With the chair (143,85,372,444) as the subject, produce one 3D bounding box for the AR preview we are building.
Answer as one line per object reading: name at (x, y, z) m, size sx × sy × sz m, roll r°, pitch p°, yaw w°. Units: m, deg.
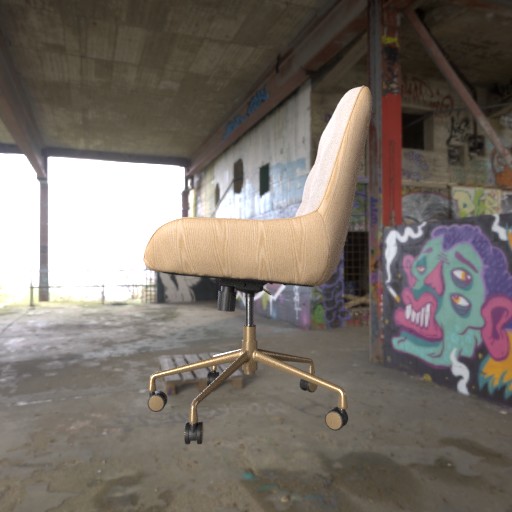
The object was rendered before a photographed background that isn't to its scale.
chair at (0.000, 0.000, 1.379) m, size 0.668 × 0.952 × 0.564 m, roll 0°, pitch -1°, yaw 0°
